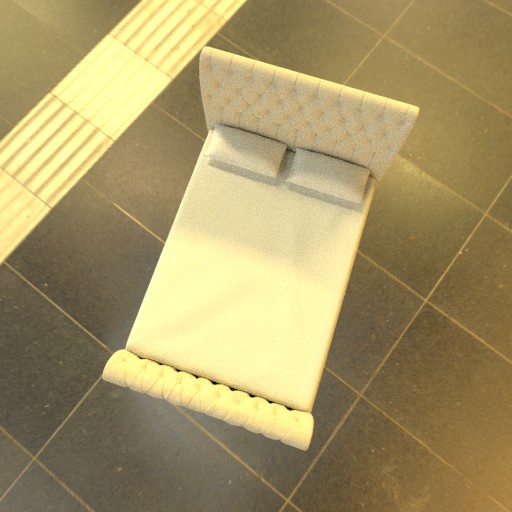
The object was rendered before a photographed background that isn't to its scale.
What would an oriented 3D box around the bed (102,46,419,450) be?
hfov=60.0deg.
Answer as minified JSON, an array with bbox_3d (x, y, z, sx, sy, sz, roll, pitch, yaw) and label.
[{"bbox_3d":[0.000,0.000,3.479,1.606,1.268,2.493,18,77,4],"label":"bed"}]
